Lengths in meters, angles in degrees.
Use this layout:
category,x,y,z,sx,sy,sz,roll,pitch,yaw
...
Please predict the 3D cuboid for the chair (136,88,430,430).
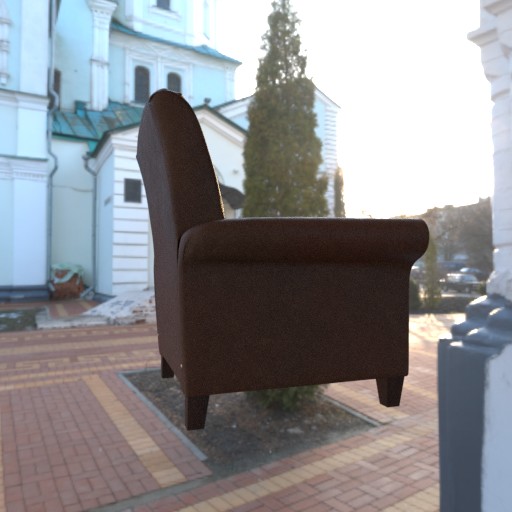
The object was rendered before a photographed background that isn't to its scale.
category,x,y,z,sx,sy,sz,roll,pitch,yaw
chair,0.000,0.000,1.766,0.902,1.061,0.978,1,-2,-18
